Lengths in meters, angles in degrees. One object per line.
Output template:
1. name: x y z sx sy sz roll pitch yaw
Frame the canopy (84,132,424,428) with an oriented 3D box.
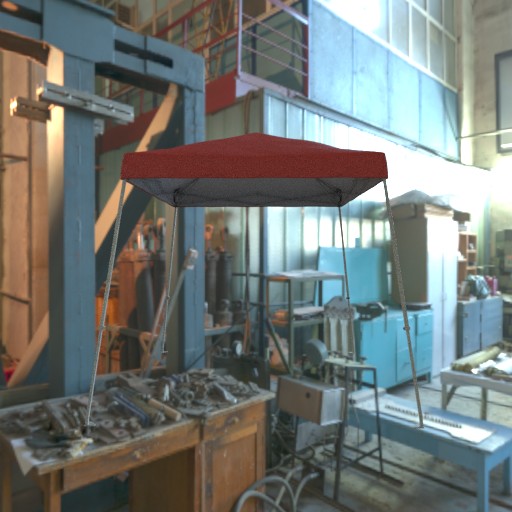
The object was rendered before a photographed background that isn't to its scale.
1. canopy: 0.000 0.000 6.469 3.599 3.600 3.600 0 0 1
